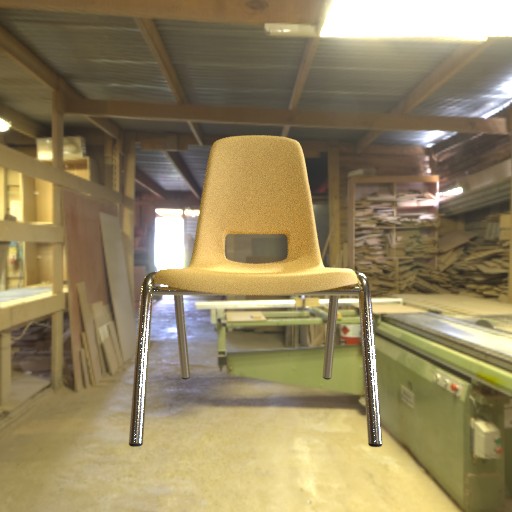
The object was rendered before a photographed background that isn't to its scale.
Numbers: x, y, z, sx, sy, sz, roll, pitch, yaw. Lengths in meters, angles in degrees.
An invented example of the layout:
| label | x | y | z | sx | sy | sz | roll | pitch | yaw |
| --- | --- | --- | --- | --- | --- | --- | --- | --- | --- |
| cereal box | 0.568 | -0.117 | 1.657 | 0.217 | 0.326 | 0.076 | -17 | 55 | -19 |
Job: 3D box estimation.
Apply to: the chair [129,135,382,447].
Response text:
| label | x | y | z | sx | sy | sz | roll | pitch | yaw |
| --- | --- | --- | --- | --- | --- | --- | --- | --- | --- |
| chair | 0.000 | 0.000 | 0.804 | 0.354 | 0.536 | 0.385 | 0 | 0 | 0 |
